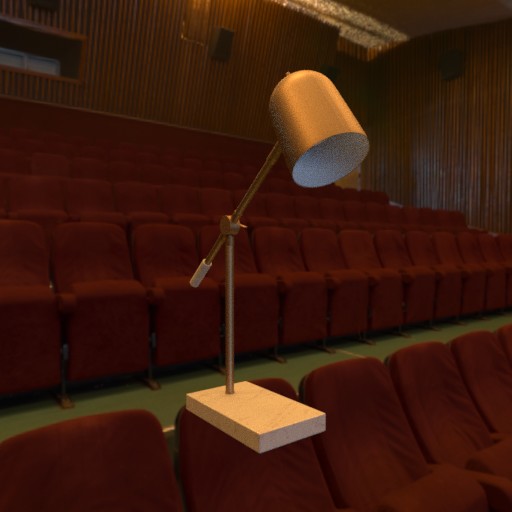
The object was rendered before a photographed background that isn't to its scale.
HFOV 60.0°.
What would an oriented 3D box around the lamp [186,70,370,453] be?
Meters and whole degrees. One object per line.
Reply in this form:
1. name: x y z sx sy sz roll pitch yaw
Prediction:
1. lamp: 0.000 0.000 0.802 0.144 0.603 0.471 -1 1 -37
